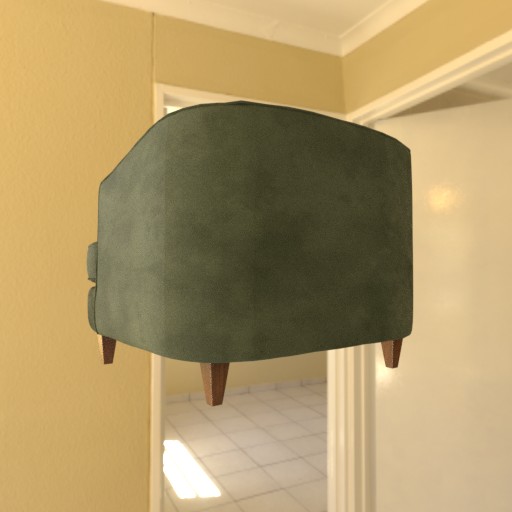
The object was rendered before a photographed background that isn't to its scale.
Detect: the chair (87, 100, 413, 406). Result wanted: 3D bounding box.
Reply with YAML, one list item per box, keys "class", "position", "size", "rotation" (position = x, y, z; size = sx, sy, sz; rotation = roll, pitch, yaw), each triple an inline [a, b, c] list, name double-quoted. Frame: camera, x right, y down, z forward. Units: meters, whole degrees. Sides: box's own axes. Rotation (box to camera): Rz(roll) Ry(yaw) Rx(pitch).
- class: "chair"
  position: [0.000, 0.000, 1.764]
  size: [1.104, 0.852, 0.941]
  rotation: [1, -2, -36]
